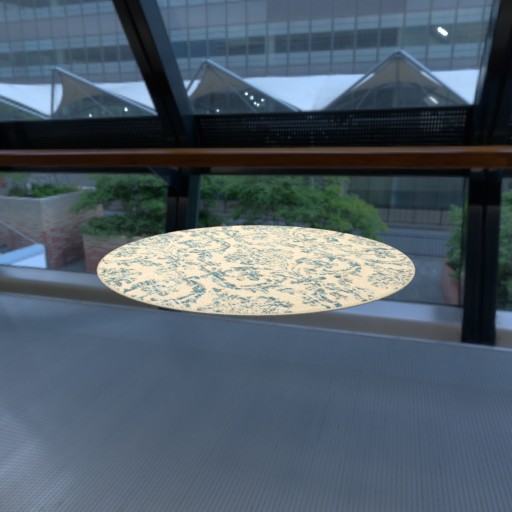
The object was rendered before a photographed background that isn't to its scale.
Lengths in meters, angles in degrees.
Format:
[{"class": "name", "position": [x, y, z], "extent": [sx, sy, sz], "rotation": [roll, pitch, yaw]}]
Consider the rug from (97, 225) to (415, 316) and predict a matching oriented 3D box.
[{"class": "rug", "position": [0.000, 0.000, 2.346], "extent": [1.593, 0.012, 1.593], "rotation": [0, 15, 0]}]
